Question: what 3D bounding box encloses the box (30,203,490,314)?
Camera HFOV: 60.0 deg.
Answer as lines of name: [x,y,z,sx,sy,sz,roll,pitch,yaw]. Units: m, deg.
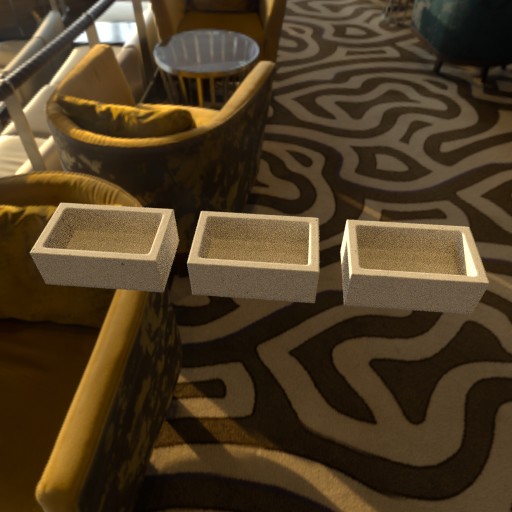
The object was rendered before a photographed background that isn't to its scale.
box: [0.000,0.000,0.488,0.461,0.051,0.082,4,46,4]
